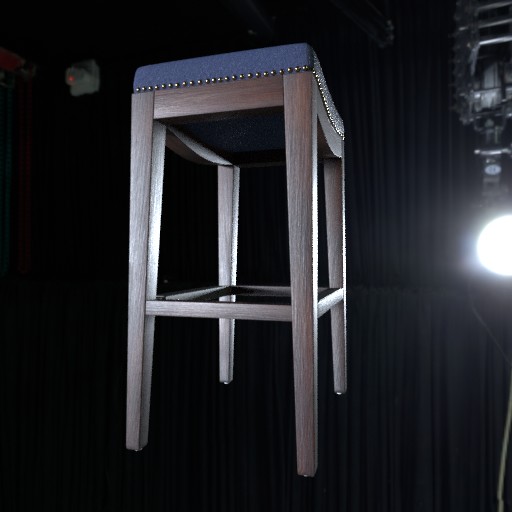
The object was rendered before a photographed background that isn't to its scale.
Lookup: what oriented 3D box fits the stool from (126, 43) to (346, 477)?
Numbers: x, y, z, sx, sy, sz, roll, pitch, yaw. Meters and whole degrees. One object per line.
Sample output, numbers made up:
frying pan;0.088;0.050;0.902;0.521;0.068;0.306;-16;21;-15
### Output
stool;0.000;0.000;1.021;0.358;0.740;0.498;0;0;17
